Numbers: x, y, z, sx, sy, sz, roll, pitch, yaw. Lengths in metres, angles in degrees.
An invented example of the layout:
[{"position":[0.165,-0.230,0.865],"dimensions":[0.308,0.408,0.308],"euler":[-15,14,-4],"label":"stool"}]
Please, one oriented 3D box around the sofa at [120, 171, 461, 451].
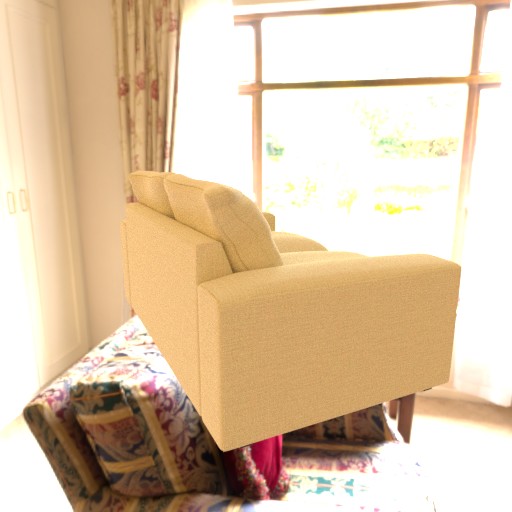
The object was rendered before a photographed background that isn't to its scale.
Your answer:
[{"position":[0.000,0.000,2.321],"dimensions":[1.091,0.875,1.754],"euler":[-6,15,-25],"label":"sofa"}]
